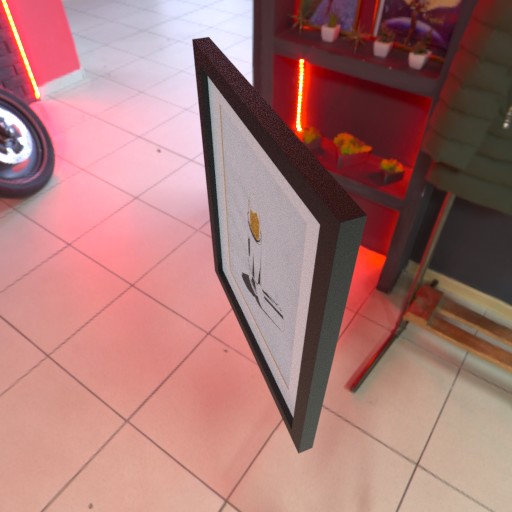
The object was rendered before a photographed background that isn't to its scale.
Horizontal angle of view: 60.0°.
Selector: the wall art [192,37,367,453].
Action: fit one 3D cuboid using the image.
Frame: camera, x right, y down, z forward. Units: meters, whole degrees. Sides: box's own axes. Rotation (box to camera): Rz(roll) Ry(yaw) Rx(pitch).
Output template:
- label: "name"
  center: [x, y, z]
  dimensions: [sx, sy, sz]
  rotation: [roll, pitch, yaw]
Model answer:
- label: "wall art"
  center: [0.000, 0.000, 0.523]
  dimensions: [0.019, 0.381, 0.330]
  rotation: [-16, 48, -15]
